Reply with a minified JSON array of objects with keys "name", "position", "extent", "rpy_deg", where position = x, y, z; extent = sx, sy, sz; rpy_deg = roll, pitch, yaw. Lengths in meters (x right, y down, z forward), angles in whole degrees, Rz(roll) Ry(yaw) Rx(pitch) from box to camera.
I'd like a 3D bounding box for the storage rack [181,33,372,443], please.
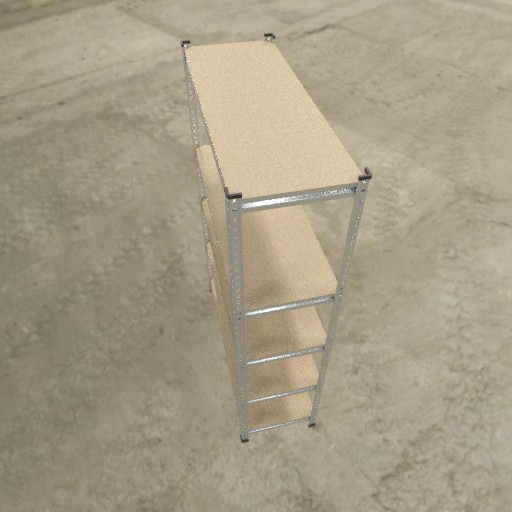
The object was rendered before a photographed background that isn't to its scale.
[{"name":"storage rack","position":[0.000,0.000,2.391],"extent":[0.457,1.829,1.219],"rpy_deg":[-9,47,-9]}]
